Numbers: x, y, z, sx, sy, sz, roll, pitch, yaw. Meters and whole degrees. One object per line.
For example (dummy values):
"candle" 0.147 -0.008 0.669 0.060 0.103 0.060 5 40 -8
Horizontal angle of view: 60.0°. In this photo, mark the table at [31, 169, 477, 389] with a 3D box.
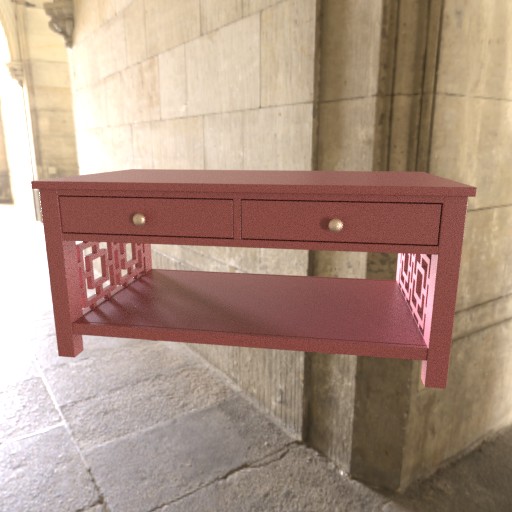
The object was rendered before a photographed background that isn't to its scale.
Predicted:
"table" 0.000 0.000 1.384 1.068 0.493 0.612 2 14 9
